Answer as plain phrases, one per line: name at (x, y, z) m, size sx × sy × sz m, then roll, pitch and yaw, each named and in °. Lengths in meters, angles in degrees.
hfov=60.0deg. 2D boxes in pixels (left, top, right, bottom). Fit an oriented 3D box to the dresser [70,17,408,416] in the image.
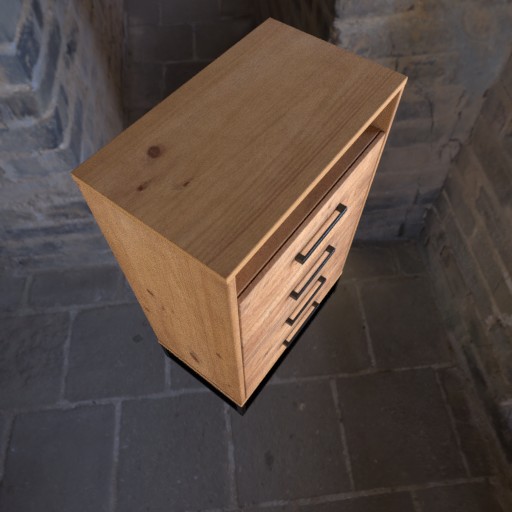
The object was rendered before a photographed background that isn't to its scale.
dresser at (0.000, 0.000, 1.601) m, size 0.479 × 1.240 × 0.761 m, roll 33°, pitch 64°, yaw 18°
